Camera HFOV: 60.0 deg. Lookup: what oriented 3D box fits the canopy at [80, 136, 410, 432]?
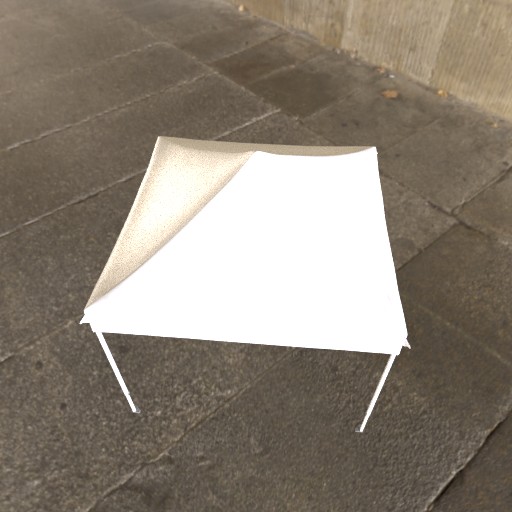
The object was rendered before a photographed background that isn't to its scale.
[{"bbox_3d":[0.000,0.000,5.415,2.996,2.998,2.994,4,47,3],"label":"canopy"}]
